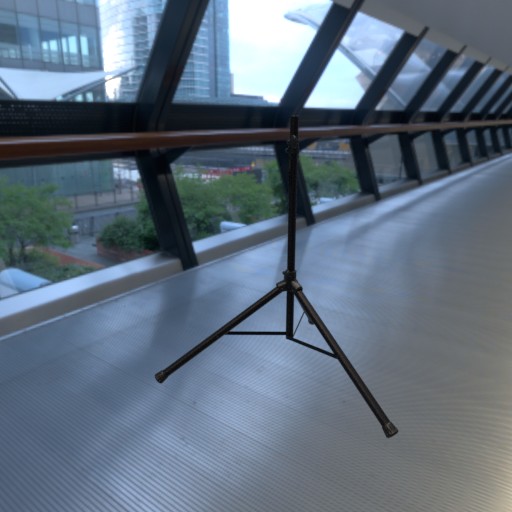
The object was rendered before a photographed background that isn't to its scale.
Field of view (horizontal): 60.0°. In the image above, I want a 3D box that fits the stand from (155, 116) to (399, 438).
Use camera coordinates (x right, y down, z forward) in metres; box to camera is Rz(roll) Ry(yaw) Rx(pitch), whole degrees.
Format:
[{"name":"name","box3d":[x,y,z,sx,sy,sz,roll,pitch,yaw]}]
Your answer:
[{"name":"stand","box3d":[0.000,0.000,1.882,0.907,1.136,1.045,-2,16,-8]}]
